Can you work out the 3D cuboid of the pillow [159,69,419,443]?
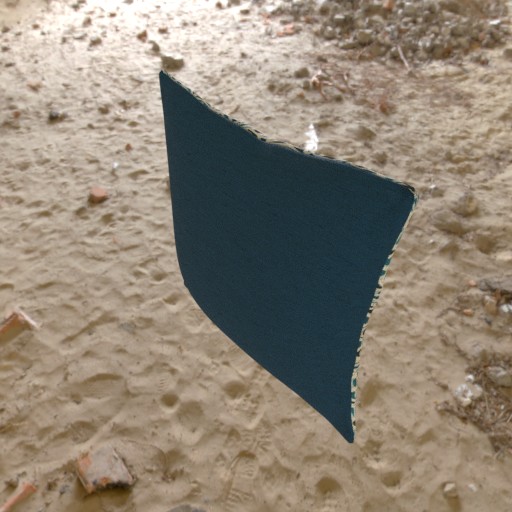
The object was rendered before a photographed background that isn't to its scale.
[{"bbox_3d":[0.000,0.000,0.638,0.145,0.420,0.440,-28,46,-30],"label":"pillow"}]
